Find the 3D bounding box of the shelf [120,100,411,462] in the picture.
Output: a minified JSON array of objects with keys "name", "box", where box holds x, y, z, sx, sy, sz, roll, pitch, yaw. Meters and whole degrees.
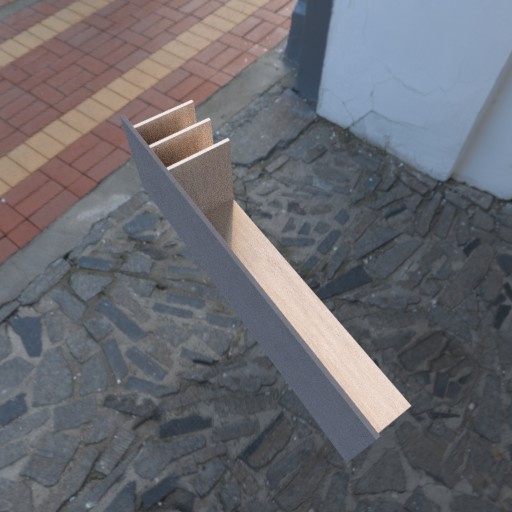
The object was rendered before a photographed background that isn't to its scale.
[{"name":"shelf","box":[0.000,0.000,1.156,0.200,0.300,1.020,-31,63,-18]}]
